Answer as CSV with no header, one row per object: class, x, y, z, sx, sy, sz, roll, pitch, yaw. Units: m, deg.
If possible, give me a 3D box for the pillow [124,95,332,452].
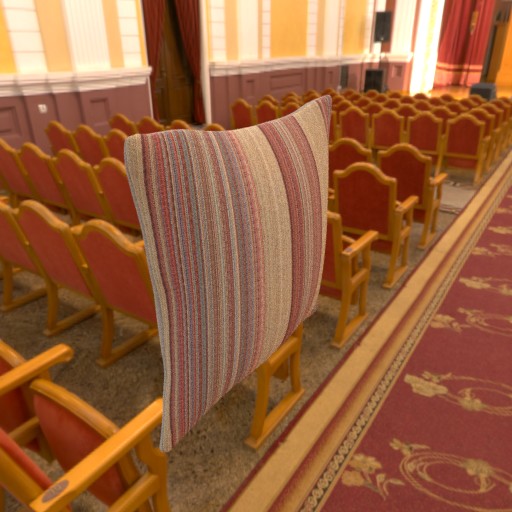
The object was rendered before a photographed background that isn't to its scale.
pillow,0.000,0.000,0.658,0.136,0.419,0.437,17,30,31
